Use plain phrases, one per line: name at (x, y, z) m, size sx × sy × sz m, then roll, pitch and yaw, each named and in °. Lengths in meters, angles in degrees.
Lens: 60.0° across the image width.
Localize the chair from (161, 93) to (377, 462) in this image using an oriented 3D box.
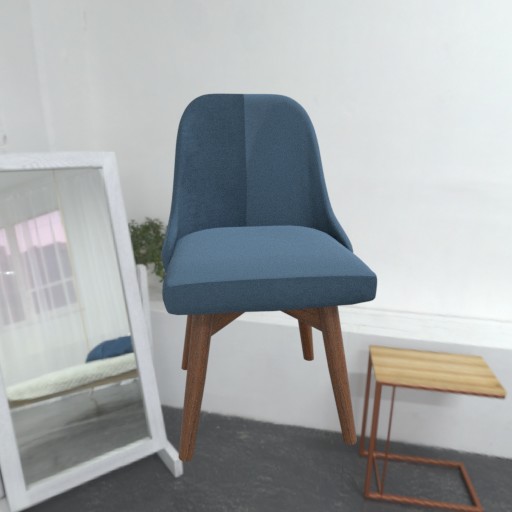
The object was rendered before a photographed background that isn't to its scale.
chair at (0.000, 0.000, 1.233) m, size 0.503 × 0.882 × 0.589 m, roll -2°, pitch 17°, yaw -8°
